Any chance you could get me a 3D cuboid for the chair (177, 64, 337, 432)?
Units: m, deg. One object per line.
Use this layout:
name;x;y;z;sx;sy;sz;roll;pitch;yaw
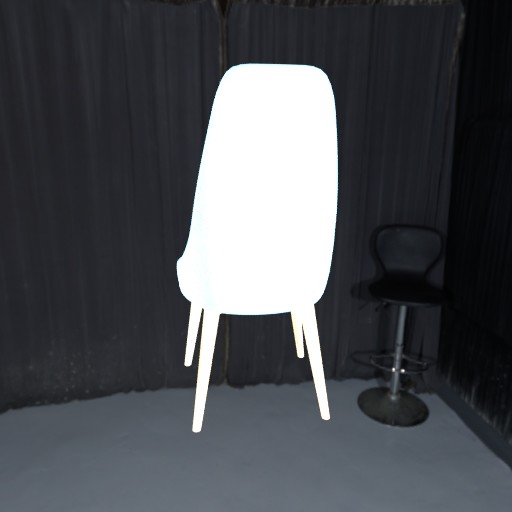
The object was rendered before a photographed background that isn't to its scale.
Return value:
chair;0.000;0.000;1.415;0.510;1.040;0.660;-2;15;-8
